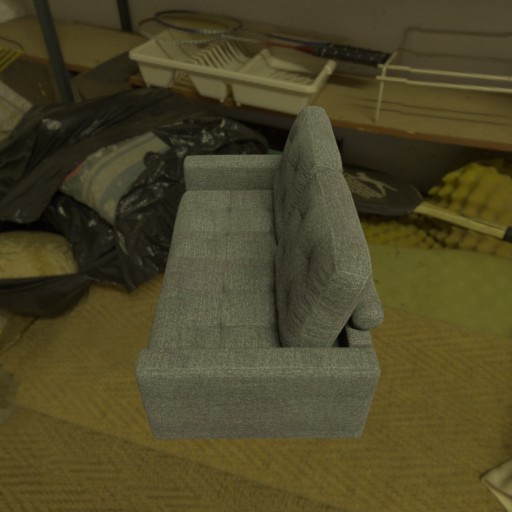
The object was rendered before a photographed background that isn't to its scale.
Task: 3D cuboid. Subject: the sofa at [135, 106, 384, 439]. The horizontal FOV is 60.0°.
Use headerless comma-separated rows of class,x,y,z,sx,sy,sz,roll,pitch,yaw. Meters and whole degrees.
sofa,0.000,0.000,1.985,0.842,0.907,1.407,0,41,0
